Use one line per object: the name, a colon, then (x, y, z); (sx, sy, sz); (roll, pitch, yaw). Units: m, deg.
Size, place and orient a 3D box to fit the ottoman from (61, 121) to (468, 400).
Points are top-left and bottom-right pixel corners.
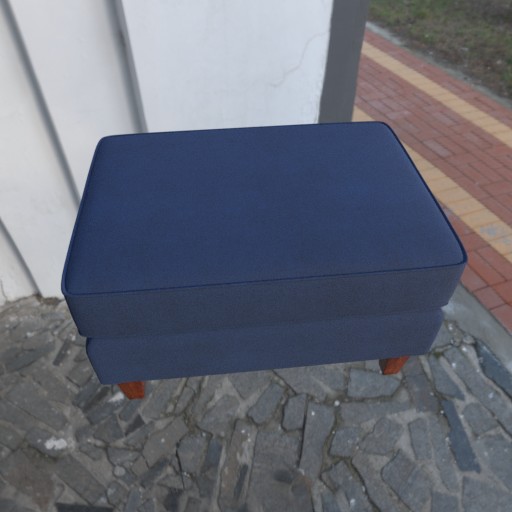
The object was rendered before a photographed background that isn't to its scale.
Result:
ottoman: (0.000, 0.000, 1.405); (0.965, 0.584, 0.686); (-4, 46, -4)
